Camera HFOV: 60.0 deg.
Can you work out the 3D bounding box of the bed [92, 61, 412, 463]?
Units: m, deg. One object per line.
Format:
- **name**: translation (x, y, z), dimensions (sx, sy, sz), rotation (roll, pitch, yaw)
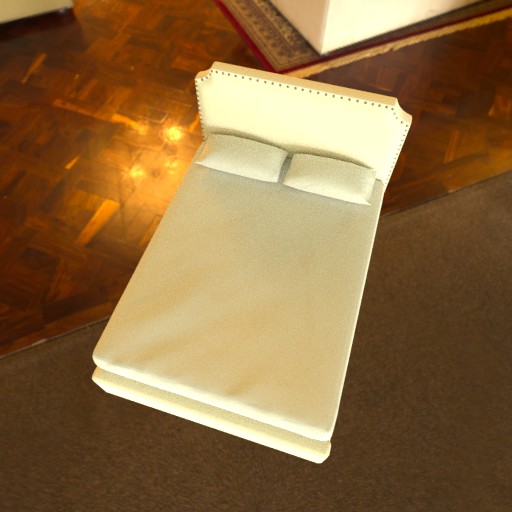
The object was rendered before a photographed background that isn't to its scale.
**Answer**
- **bed**: translation (0.000, 0.000, 3.323), dimensions (1.703, 1.415, 2.329), rotation (15, 60, 9)
